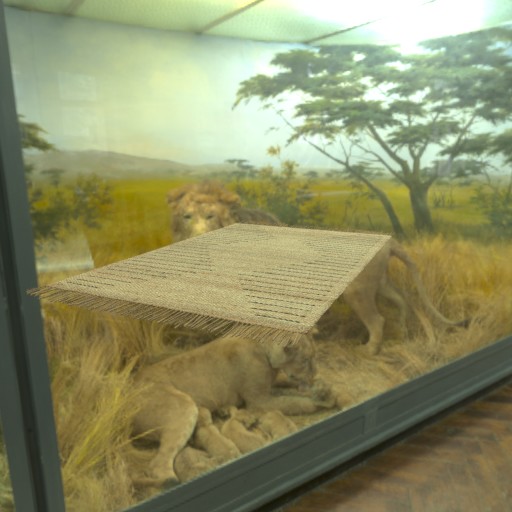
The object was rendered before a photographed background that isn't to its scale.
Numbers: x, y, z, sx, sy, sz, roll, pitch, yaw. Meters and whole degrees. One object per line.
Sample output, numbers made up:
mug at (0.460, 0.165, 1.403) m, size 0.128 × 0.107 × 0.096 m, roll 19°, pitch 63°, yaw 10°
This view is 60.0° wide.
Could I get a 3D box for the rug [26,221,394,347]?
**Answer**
rug at (0.000, 0.000, 2.513) m, size 1.224 × 0.027 × 2.085 m, roll 6°, pitch 15°, yaw 25°
